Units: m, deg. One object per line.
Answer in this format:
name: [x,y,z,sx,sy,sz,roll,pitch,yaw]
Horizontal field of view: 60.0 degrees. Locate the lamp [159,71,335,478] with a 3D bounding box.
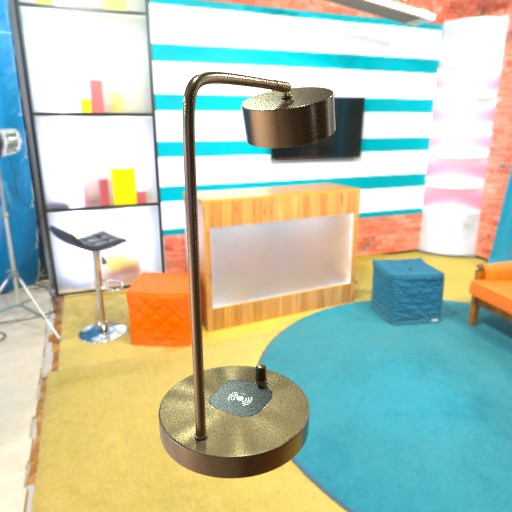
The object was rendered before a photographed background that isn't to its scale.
lamp: [0.000,0.000,0.503,0.171,0.380,0.270,9,19,28]
